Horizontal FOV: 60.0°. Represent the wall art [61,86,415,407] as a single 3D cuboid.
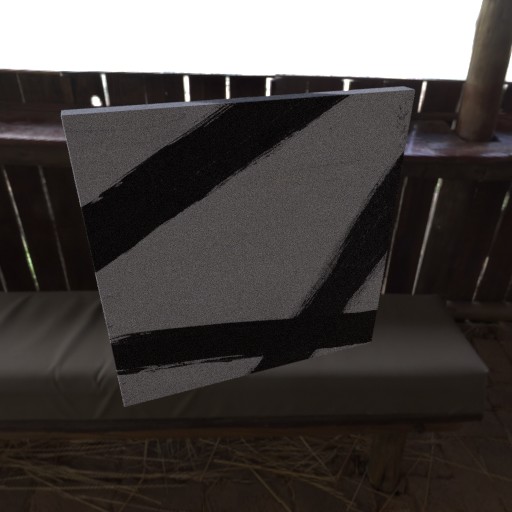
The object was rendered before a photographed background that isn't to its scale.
[{"bbox_3d":[0.000,0.000,1.124,0.765,0.765,0.046,-10,32,-17],"label":"wall art"}]
